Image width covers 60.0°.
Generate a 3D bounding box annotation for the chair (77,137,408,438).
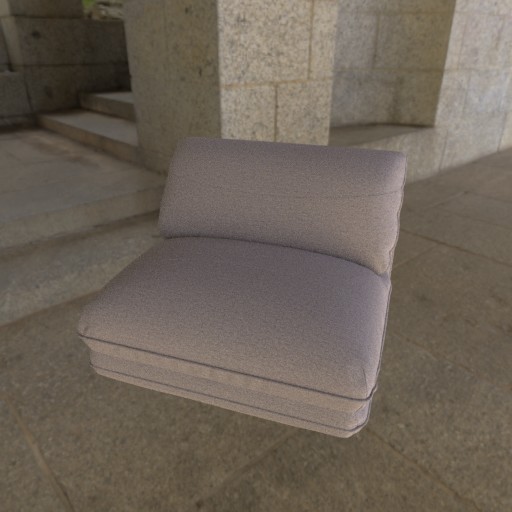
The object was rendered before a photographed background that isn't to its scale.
[{"bbox_3d":[0.000,0.000,1.364,0.820,0.580,0.780,9,27,17],"label":"chair"}]
